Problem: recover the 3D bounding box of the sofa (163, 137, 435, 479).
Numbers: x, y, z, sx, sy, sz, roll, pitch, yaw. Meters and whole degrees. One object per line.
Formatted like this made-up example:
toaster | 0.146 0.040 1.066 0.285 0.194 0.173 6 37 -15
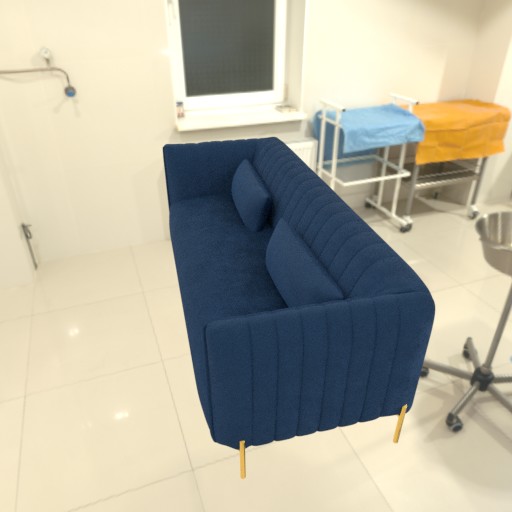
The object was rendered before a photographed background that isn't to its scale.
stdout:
sofa | 0.000 0.000 2.540 0.896 0.793 2.136 -7 32 -12
